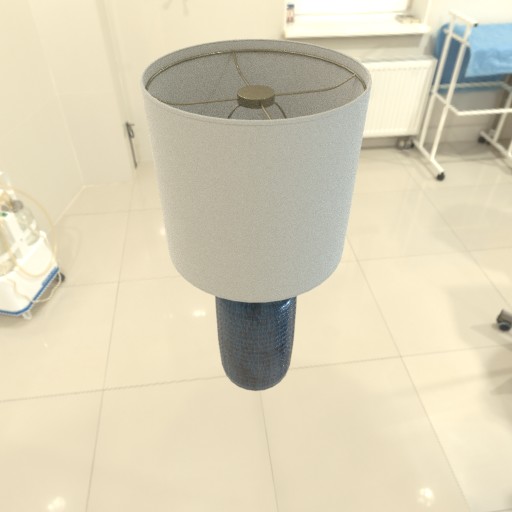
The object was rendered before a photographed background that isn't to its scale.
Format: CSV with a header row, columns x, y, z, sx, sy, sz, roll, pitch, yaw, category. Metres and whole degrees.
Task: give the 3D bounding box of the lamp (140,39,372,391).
x,y,z,sx,sy,sz,roll,pitch,yaw,category
0.000,0.000,0.586,0.220,0.475,0.220,0,41,0,lamp
